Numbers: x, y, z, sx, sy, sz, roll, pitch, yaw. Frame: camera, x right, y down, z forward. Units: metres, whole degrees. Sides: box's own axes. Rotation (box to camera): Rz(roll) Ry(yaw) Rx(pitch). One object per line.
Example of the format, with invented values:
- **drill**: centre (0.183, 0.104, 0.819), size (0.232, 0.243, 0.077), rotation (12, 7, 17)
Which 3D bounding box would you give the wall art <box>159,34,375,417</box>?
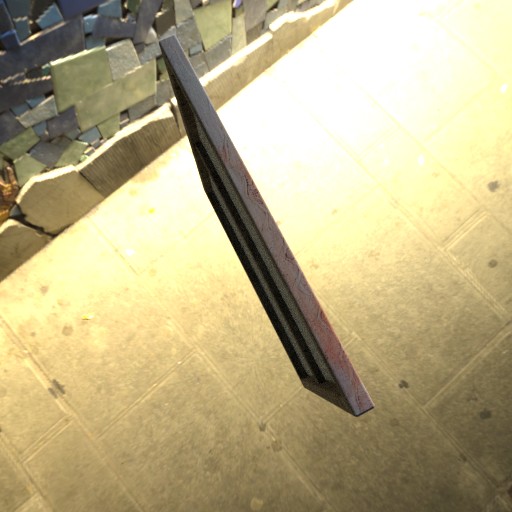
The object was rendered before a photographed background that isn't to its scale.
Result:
- **wall art**: centre (0.000, 0.000, 1.115), size (0.035, 0.747, 0.747), rotation (-26, 78, -6)
